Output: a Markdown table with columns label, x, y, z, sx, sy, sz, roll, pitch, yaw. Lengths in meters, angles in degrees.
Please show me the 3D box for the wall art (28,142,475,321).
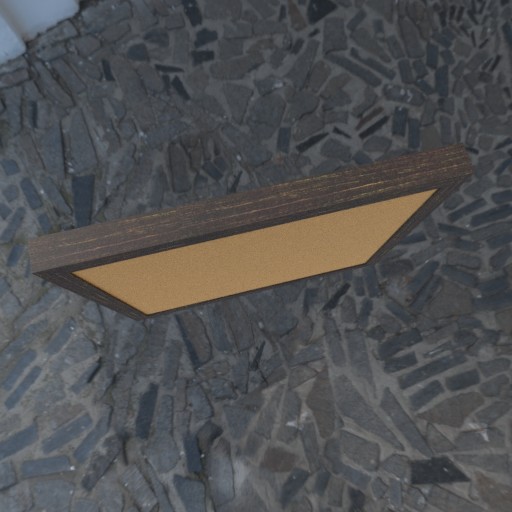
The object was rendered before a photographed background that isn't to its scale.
| label | x | y | z | sx | sy | sz | roll | pitch | yaw |
| --- | --- | --- | --- | --- | --- | --- | --- | --- | --- |
| wall art | 0.000 | 0.000 | 0.533 | 0.381 | 0.330 | 0.031 | -13 | 75 | -4 |
